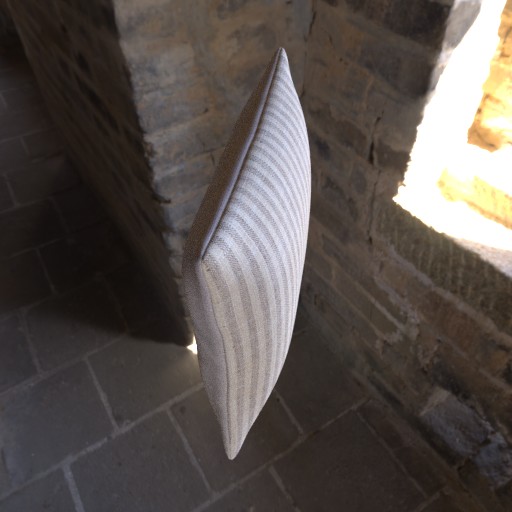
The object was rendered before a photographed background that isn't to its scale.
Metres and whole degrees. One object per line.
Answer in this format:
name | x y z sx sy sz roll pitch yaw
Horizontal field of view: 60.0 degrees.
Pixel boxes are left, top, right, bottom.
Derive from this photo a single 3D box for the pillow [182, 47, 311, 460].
pillow | 0.000 0.000 0.774 0.166 0.510 0.523 8 47 7
